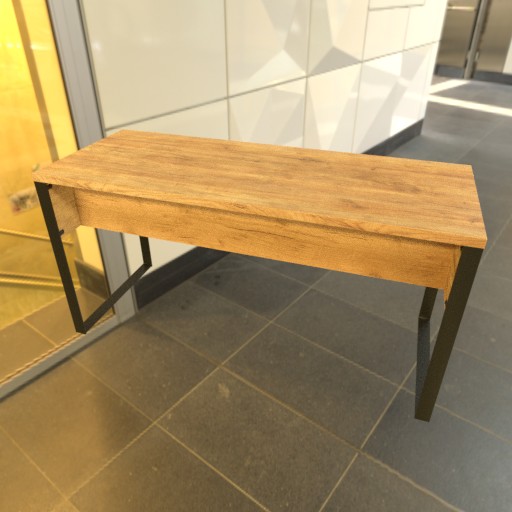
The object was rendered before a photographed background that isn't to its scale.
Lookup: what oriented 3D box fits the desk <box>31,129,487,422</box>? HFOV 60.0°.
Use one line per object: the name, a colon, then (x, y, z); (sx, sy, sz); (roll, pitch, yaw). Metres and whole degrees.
desk: (0.000, 0.000, 1.846); (1.520, 0.760, 0.600); (10, 33, 16)
